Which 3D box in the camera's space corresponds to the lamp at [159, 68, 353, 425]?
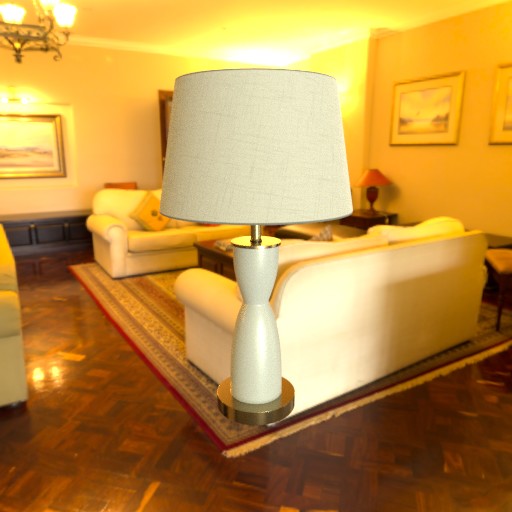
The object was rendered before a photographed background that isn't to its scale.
[{"bbox_3d":[0.000,0.000,0.740,0.309,0.545,0.309,0,13,0],"label":"lamp"}]
